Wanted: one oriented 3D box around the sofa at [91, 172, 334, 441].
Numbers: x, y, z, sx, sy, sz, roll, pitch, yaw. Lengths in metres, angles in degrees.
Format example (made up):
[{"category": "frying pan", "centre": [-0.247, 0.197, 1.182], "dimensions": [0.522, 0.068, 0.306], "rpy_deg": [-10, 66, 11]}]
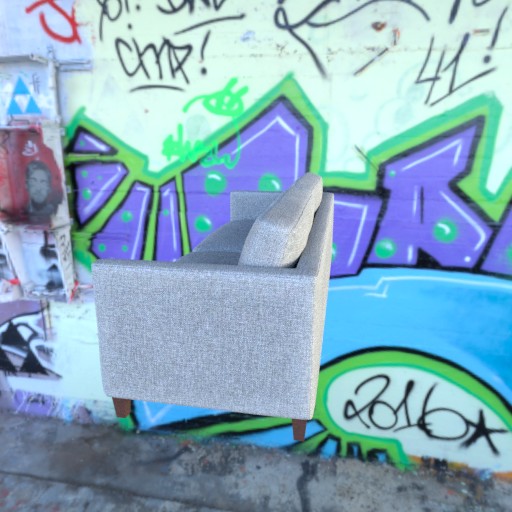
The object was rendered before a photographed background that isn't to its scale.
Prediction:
[{"category": "sofa", "centre": [0.000, 0.000, 2.915], "dimensions": [0.948, 0.951, 2.434], "rpy_deg": [3, 16, 11]}]
